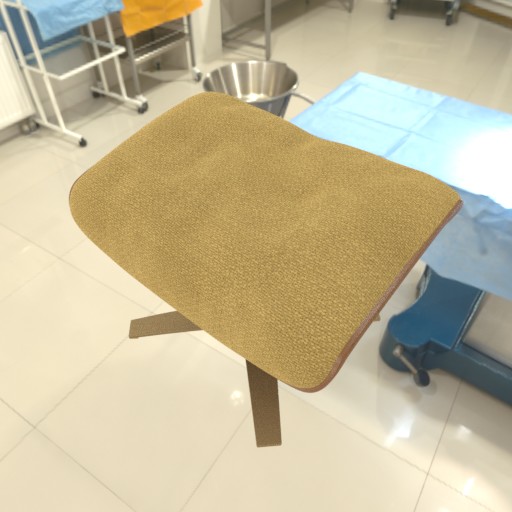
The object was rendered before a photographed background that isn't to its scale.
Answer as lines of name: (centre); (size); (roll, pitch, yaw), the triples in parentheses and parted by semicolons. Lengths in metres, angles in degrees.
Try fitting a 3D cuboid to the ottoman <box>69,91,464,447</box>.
ottoman: (0.000, 0.000, 0.786); (0.520, 0.391, 0.394); (31, 53, 27)
